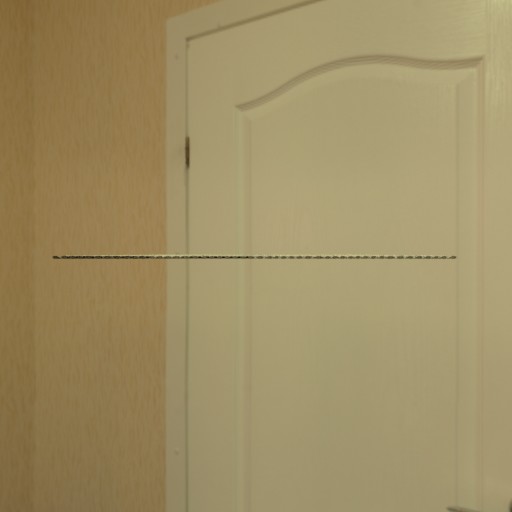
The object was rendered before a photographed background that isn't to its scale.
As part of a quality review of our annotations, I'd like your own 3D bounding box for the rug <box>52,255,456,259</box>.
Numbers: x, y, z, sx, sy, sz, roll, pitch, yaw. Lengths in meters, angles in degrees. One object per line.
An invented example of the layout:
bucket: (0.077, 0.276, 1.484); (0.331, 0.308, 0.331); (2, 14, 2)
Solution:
rug: (0.000, 0.000, 2.903); (1.600, 0.013, 2.312); (0, 0, 0)
